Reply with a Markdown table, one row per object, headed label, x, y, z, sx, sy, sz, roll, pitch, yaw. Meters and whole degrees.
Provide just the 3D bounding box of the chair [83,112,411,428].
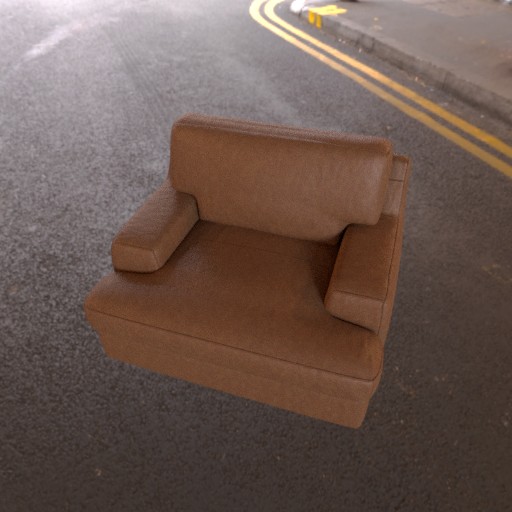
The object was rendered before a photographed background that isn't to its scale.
| label | x | y | z | sx | sy | sz | roll | pitch | yaw |
| --- | --- | --- | --- | --- | --- | --- | --- | --- | --- |
| chair | 0.000 | 0.000 | 2.046 | 1.276 | 0.978 | 1.050 | 12 | 41 | 14 |
